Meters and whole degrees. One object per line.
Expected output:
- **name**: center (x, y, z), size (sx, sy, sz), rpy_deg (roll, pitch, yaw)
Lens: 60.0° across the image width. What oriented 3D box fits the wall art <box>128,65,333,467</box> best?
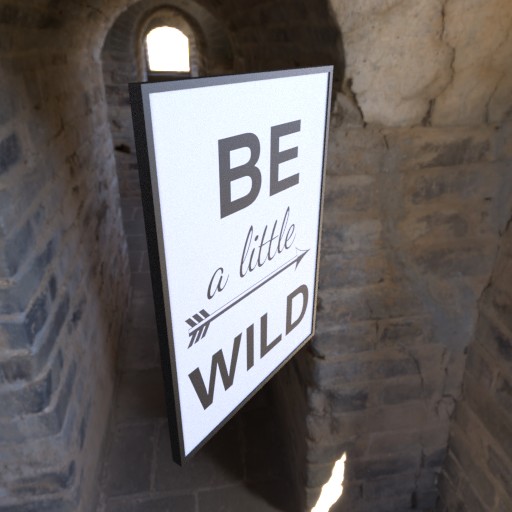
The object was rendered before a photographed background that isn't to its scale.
- **wall art**: center (0.000, 0.000, 1.383), size (0.038, 1.062, 0.806), rpy_deg (18, 31, 32)
